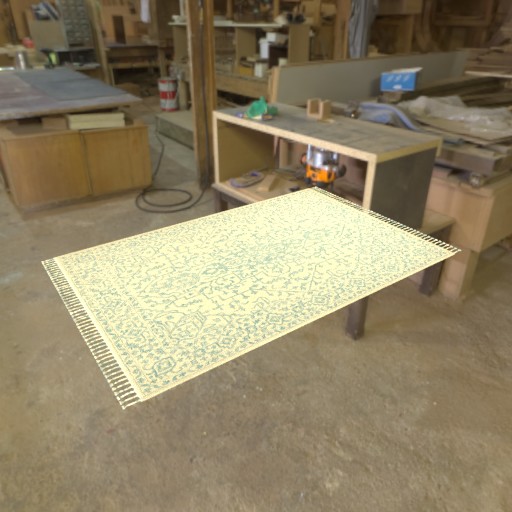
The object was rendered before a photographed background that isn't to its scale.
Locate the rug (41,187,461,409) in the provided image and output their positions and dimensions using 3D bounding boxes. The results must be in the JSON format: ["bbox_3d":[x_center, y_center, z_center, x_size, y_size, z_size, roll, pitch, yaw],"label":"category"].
[{"bbox_3d":[0.000,0.000,3.028,2.438,0.010,1.524,-19,35,-30],"label":"rug"}]
